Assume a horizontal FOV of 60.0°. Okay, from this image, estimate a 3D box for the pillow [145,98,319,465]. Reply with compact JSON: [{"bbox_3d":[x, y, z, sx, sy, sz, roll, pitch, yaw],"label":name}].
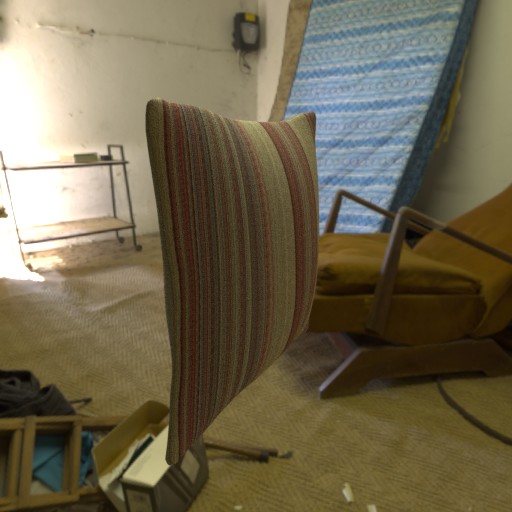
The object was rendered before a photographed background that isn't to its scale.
[{"bbox_3d":[0.000,0.000,0.652,0.136,0.419,0.437,8,18,27],"label":"pillow"}]
